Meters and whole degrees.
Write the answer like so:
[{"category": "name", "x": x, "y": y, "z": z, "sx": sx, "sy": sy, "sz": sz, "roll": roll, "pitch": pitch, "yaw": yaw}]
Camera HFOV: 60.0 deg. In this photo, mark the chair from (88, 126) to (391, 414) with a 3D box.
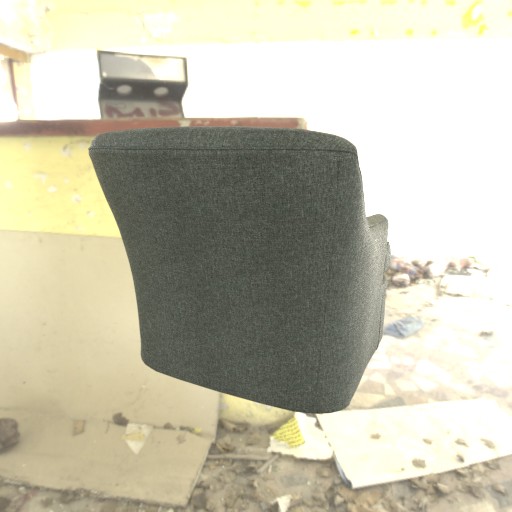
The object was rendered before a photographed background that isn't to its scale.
[{"category": "chair", "x": 0.000, "y": 0.000, "z": 1.576, "sx": 0.864, "sy": 0.856, "sz": 0.923, "roll": 7, "pitch": 16, "yaw": 27}]
